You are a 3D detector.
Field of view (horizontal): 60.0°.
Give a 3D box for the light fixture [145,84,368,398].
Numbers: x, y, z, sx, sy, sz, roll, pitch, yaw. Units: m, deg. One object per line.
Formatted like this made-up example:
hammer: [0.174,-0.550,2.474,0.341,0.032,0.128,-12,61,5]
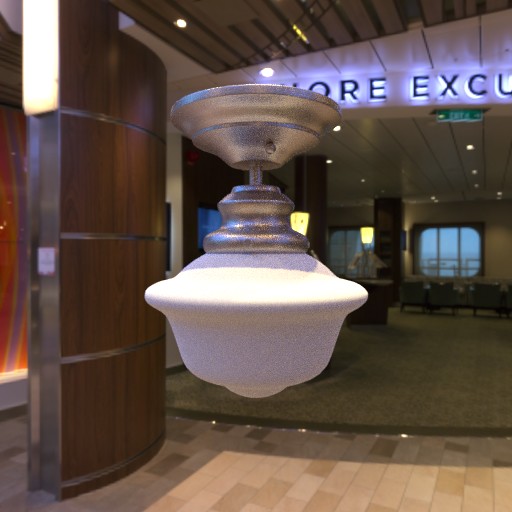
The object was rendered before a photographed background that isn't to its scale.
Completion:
light fixture: [0.000,0.000,0.402,0.199,0.254,0.199,0,1,0]
